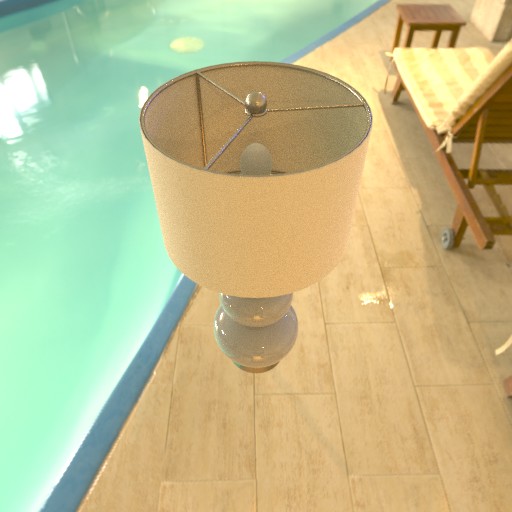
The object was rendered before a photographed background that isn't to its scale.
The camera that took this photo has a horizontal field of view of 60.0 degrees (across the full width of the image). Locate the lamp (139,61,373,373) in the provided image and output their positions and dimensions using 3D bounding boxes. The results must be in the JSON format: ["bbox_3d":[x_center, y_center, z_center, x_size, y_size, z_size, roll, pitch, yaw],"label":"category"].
[{"bbox_3d":[0.000,0.000,0.949,0.367,0.730,0.367,3,46,3],"label":"lamp"}]
